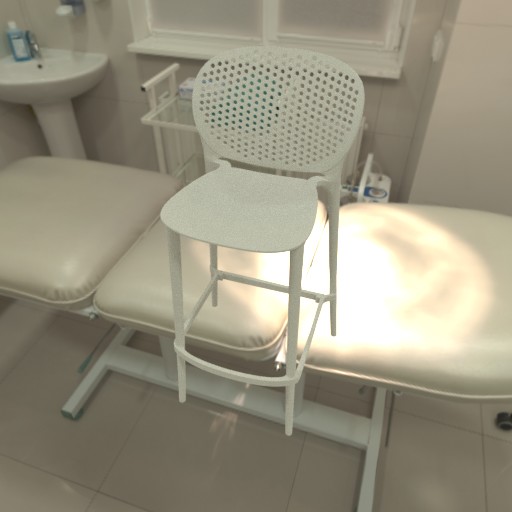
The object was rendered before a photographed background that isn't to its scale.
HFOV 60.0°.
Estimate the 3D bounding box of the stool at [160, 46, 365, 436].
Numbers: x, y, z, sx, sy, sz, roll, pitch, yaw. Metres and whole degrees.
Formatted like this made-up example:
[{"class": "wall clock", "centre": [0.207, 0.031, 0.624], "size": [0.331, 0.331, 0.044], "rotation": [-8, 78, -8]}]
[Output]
[{"class": "stool", "centre": [0.000, 0.000, 1.339], "size": [0.536, 1.045, 0.535], "rotation": [12, 42, 14]}]
